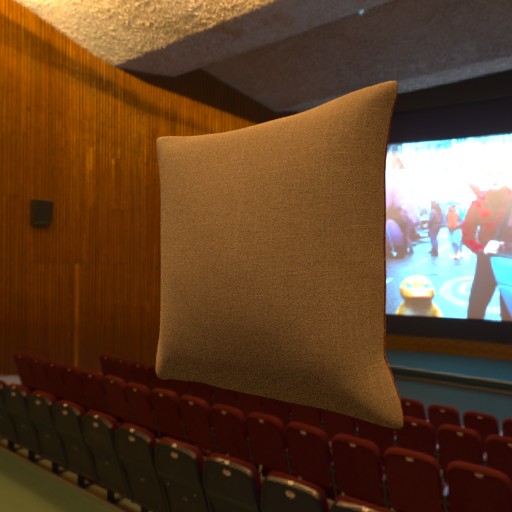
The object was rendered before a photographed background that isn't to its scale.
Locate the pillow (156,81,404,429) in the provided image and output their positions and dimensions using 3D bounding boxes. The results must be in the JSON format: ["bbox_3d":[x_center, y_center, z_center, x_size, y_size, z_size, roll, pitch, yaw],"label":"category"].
[{"bbox_3d":[0.000,0.000,0.784,0.511,0.503,0.182,-1,-1,35],"label":"pillow"}]
